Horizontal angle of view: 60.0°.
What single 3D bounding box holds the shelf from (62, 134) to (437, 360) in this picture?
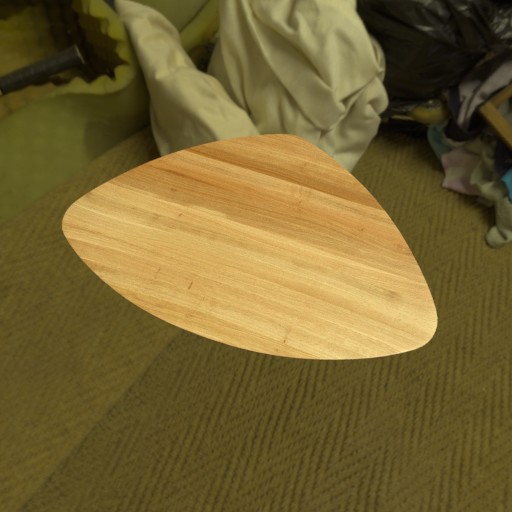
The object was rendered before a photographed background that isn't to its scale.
[{"bbox_3d":[0.000,0.000,1.666,1.240,0.439,0.863,17,60,10],"label":"shelf"}]
